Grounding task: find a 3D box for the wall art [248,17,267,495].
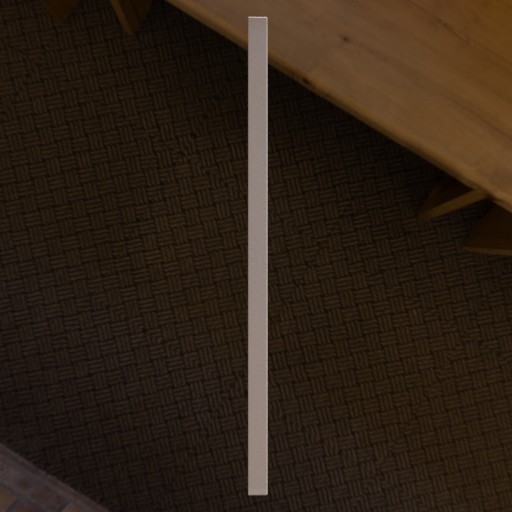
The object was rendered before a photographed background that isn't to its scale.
[{"bbox_3d":[0.000,0.000,1.151,0.037,0.609,0.916,0,90,-1],"label":"wall art"}]
